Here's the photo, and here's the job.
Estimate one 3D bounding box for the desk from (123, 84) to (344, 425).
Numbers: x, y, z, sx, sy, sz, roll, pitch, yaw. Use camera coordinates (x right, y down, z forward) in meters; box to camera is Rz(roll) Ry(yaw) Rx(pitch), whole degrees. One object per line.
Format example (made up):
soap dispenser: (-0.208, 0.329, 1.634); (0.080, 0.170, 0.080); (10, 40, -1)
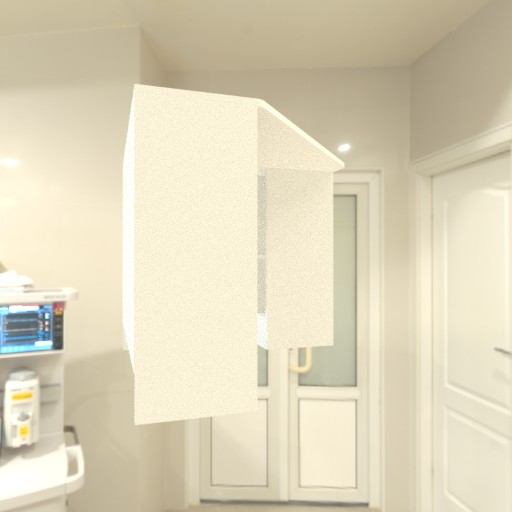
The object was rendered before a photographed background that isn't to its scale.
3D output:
desk: (0.000, 0.000, 1.653); (0.926, 0.818, 0.940); (0, 0, -18)
